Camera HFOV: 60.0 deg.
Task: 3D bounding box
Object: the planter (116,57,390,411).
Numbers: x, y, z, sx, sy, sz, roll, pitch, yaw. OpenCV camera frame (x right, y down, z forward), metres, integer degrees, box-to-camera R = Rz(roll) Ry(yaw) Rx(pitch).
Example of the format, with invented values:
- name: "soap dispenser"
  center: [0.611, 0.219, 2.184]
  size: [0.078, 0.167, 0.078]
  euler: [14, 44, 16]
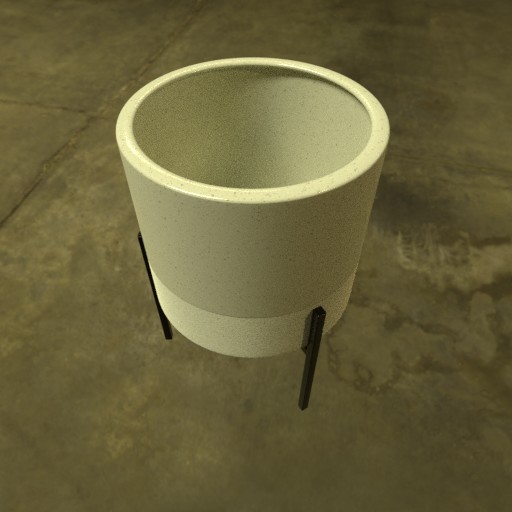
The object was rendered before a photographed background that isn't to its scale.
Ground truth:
- name: "planter"
  center: [0.000, 0.000, 0.332]
  size: [0.152, 0.230, 0.159]
  euler: [-24, 51, -20]
